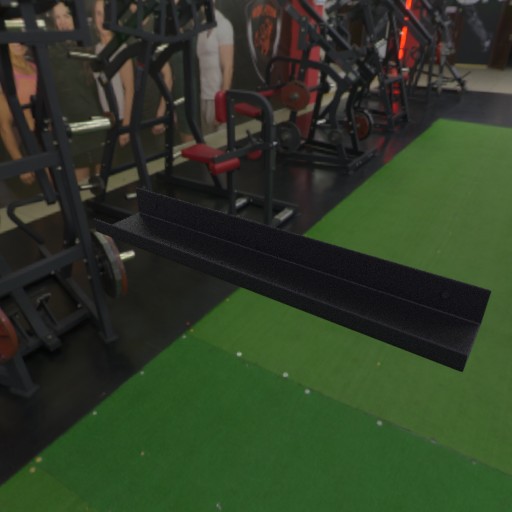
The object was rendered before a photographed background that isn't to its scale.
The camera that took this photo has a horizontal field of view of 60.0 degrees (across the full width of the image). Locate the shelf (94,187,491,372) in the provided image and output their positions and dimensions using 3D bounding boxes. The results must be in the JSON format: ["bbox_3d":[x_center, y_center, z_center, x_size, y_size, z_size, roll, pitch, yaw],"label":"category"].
[{"bbox_3d":[0.000,0.000,0.649,0.605,0.053,0.102,19,34,29],"label":"shelf"}]
